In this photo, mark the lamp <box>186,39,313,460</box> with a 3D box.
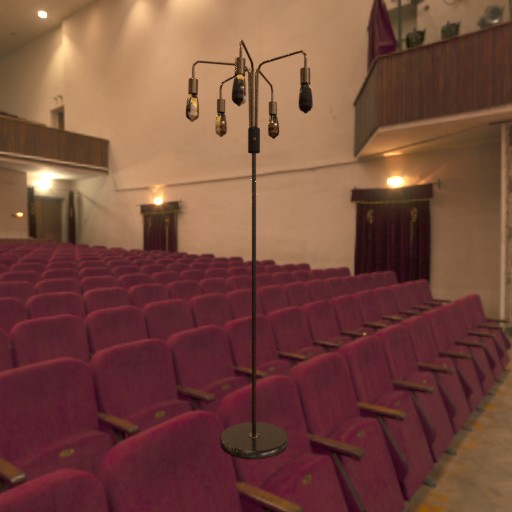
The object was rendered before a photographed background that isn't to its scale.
[{"bbox_3d":[0.000,0.000,2.017,0.599,1.721,0.572,1,2,37],"label":"lamp"}]
